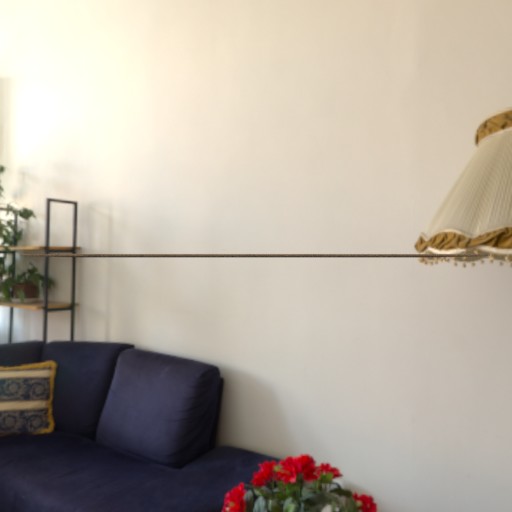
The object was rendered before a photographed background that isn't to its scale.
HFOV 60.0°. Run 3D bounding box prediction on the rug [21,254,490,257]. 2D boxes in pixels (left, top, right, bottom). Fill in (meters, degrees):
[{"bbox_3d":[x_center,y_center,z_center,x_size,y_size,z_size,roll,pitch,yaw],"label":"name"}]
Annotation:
[{"bbox_3d":[0.000,0.000,2.673,2.435,0.011,0.750,0,-1,-1],"label":"rug"}]
